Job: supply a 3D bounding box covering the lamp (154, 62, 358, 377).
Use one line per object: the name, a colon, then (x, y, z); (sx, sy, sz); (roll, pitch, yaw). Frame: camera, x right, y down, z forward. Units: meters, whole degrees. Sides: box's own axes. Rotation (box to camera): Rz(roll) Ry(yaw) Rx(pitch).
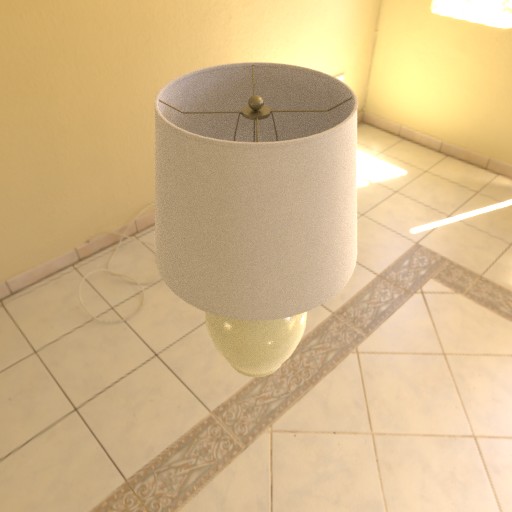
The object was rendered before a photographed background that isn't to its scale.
lamp: (0.000, 0.000, 0.546); (0.239, 0.399, 0.239); (0, 42, 0)
